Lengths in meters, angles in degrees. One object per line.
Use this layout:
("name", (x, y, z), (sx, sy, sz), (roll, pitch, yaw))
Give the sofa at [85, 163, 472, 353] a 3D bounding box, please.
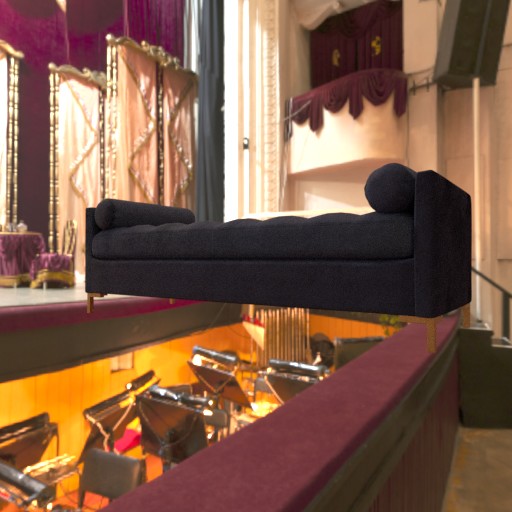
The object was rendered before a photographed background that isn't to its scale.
("sofa", (0.000, 0.000, 2.473), (2.102, 0.705, 0.796), (0, 0, 35))
